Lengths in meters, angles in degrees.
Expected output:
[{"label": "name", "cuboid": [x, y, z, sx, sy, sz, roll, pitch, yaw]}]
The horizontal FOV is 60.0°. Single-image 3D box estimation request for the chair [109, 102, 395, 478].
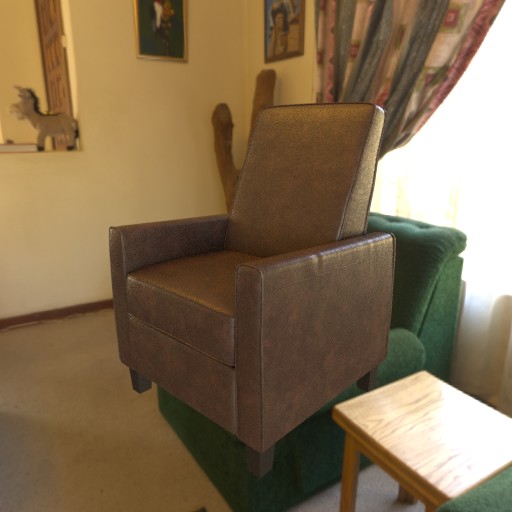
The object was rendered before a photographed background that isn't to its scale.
[{"label": "chair", "cuboid": [0.000, 0.000, 1.516, 0.705, 1.013, 0.746, 15, 21, 41]}]
